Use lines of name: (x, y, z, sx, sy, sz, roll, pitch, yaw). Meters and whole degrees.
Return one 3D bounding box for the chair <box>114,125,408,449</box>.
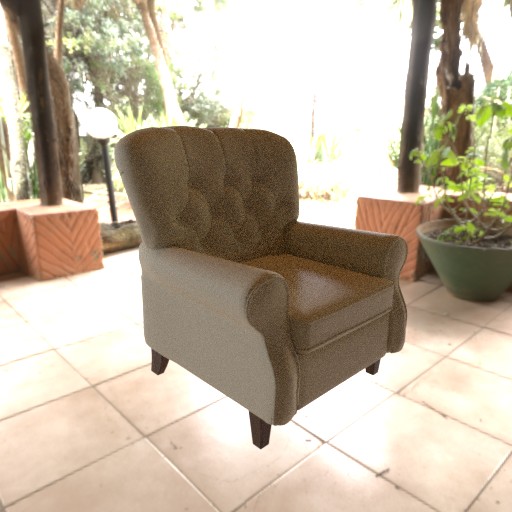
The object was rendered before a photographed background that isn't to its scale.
chair: (0.000, 0.000, 2.058, 1.035, 1.169, 1.132, -14, 21, -42)
